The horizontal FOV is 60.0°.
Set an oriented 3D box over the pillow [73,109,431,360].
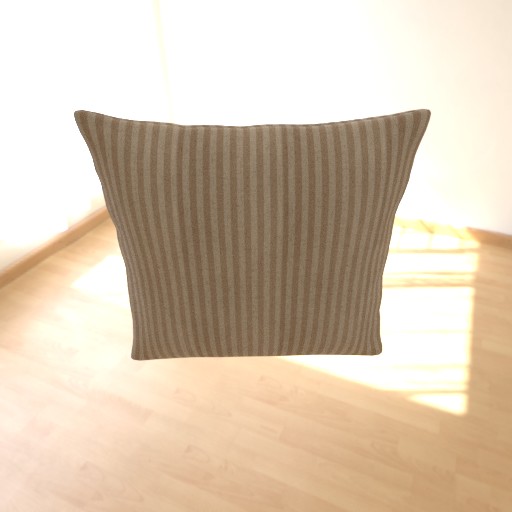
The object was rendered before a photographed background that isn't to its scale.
[{"bbox_3d":[0.000,0.000,0.781,0.523,0.510,0.166,-1,33,-1],"label":"pillow"}]
